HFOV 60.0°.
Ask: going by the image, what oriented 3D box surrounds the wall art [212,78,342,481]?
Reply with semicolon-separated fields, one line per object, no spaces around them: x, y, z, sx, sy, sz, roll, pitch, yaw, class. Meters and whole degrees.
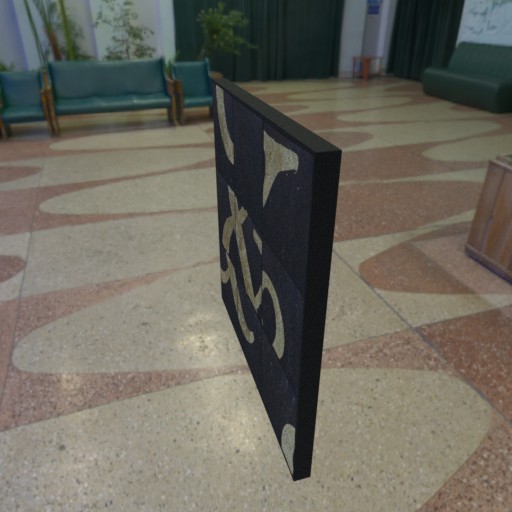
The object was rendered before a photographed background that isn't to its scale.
0.000;0.000;1.140;0.044;0.758;0.758;-8;31;-14;wall art
